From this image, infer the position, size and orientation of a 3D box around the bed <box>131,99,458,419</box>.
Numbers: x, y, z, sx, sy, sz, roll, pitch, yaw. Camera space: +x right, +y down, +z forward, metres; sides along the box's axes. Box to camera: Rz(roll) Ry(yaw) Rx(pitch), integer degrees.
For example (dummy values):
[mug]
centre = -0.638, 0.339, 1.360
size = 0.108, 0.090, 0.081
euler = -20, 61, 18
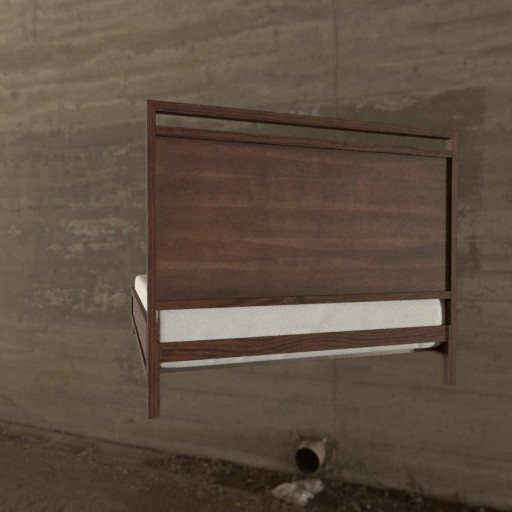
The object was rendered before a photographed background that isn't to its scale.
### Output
[bed]
centre = 0.000, 0.000, 3.381
size = 1.765, 1.487, 2.218
euler = 0, 1, -18
